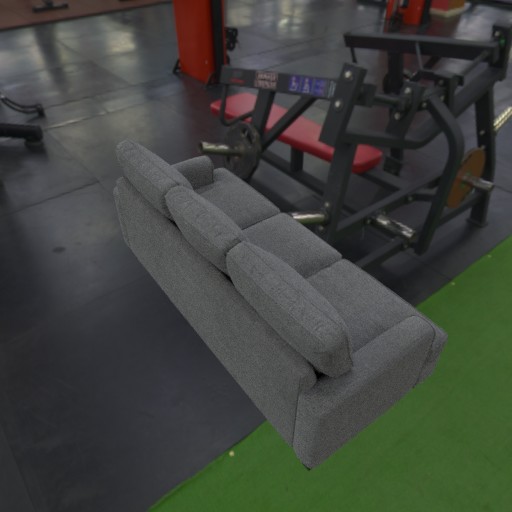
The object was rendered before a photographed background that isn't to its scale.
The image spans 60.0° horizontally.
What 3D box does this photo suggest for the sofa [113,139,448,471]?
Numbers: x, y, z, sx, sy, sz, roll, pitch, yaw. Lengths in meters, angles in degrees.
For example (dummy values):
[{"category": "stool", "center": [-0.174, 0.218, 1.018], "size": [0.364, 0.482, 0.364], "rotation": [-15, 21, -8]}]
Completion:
[{"category": "sofa", "center": [0.000, 0.000, 2.703], "size": [0.951, 0.965, 2.158], "rotation": [-26, 47, -27]}]
